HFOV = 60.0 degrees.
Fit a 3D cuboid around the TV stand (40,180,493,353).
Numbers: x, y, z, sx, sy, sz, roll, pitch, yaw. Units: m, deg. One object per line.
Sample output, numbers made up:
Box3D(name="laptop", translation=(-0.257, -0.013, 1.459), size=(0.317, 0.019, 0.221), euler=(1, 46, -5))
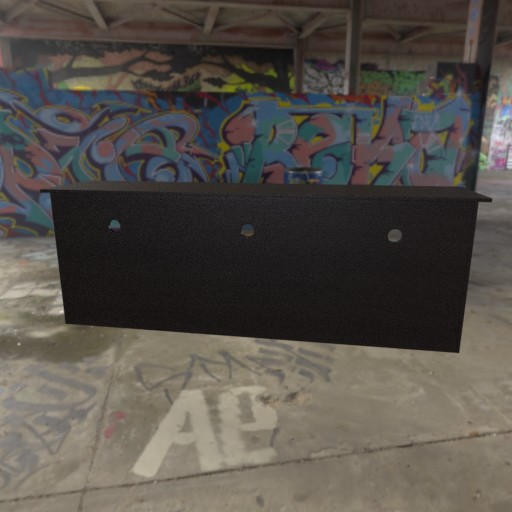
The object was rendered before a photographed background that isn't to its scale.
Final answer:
Box3D(name="TV stand", translation=(0.000, 0.000, 1.994), size=(1.778, 0.610, 0.406), euler=(3, 15, 9))
